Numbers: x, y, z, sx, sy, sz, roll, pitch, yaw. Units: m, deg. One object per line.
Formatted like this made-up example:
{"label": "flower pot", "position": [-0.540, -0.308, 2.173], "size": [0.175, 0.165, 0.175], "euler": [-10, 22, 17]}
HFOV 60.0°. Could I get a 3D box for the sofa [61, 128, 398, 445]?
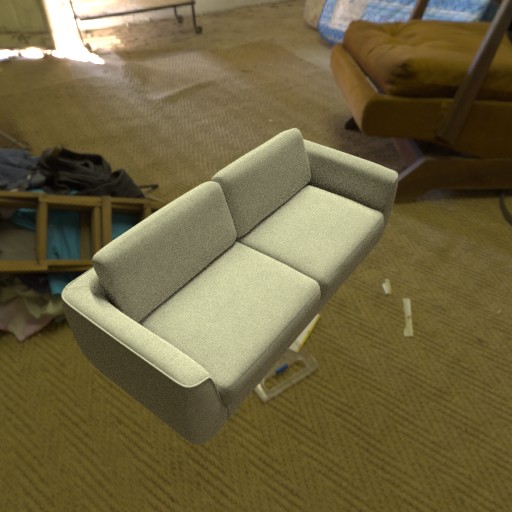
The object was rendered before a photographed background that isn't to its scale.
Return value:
{"label": "sofa", "position": [0.000, 0.000, 2.549], "size": [0.920, 0.850, 2.000], "euler": [26, 48, 27]}
